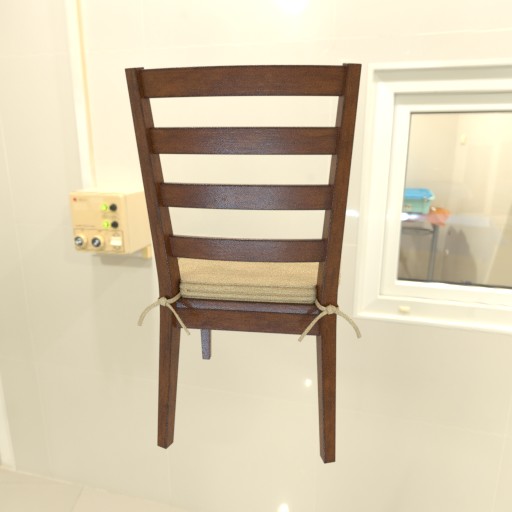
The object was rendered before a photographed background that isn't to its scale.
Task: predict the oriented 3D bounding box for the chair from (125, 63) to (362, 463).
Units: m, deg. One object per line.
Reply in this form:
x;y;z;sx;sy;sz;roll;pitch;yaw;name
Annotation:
0.000;0.000;1.315;0.593;0.979;0.595;2;15;7;chair
